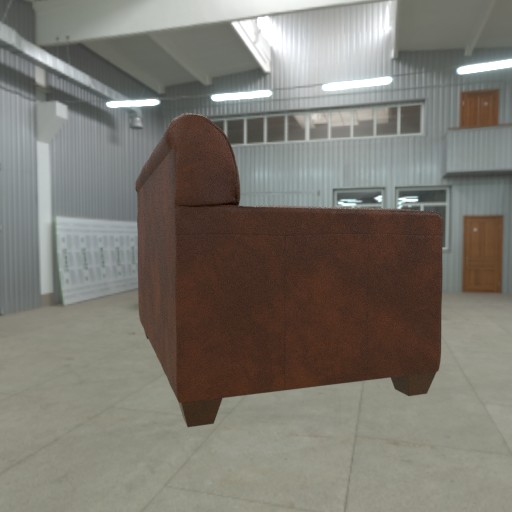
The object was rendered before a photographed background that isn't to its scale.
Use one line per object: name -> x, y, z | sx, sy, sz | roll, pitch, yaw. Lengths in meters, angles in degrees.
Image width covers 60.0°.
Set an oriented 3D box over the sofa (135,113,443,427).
sofa -> 0.000, 0.000, 2.058 | 1.000, 0.956, 1.413 | -1, 2, -19
